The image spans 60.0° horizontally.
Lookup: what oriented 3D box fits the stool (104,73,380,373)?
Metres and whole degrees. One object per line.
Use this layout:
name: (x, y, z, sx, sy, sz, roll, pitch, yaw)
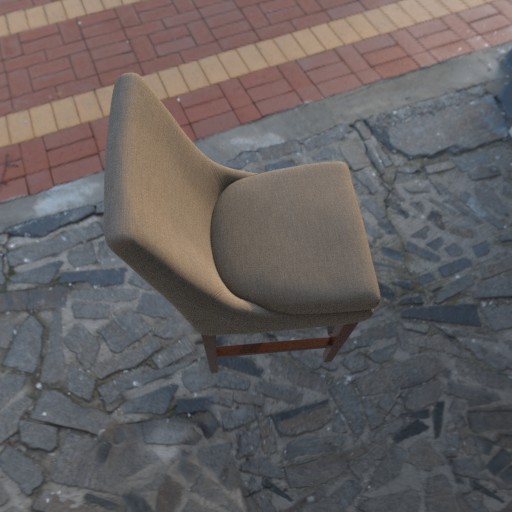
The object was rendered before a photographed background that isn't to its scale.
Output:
stool: (0.000, 0.000, 1.265, 0.577, 0.981, 0.470, -5, 63, -3)
